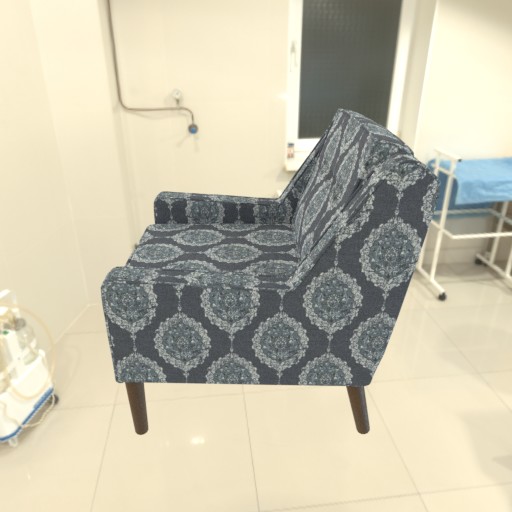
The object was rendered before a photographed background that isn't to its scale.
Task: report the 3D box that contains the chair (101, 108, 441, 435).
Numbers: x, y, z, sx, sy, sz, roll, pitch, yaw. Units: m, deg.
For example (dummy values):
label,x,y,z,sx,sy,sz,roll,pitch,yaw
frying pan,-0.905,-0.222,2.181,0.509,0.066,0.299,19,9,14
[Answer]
label,x,y,z,sx,sy,sz,roll,pitch,yaw
chair,0.000,0.000,1.313,0.743,0.792,0.663,0,26,0
